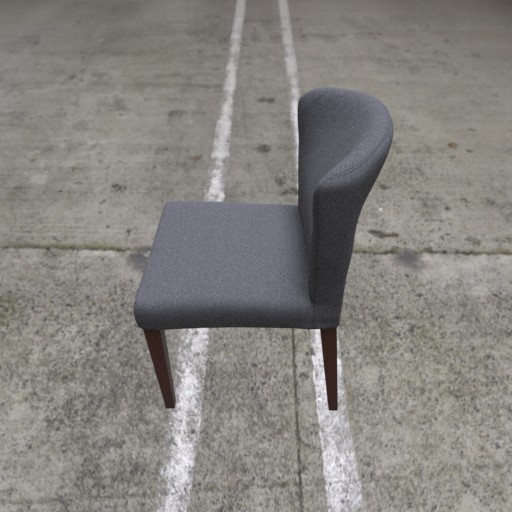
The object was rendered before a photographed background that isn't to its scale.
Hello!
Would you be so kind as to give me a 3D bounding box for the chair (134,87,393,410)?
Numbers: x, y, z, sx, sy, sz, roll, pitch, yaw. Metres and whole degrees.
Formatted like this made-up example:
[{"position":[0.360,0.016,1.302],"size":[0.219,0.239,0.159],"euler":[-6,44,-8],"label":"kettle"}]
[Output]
[{"position":[0.000,0.000,1.236],"size":[0.592,0.839,0.491],"euler":[0,39,0],"label":"chair"}]
